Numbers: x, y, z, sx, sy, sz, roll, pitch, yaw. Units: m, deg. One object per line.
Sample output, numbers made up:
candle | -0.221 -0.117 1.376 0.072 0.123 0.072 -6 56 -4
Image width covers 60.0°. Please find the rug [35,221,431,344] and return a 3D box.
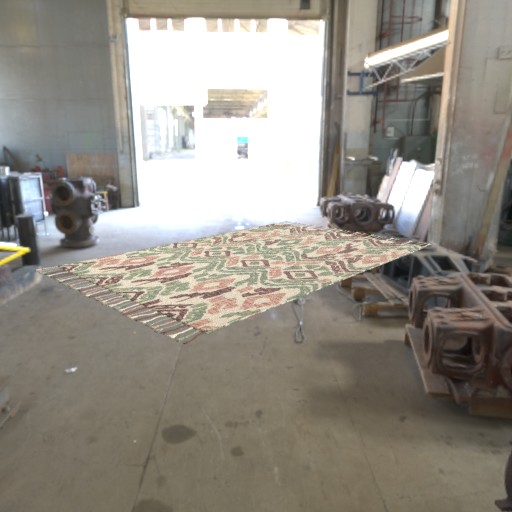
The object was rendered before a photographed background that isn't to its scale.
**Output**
rug | 0.000 0.000 3.110 1.524 0.011 2.438 14 20 42
